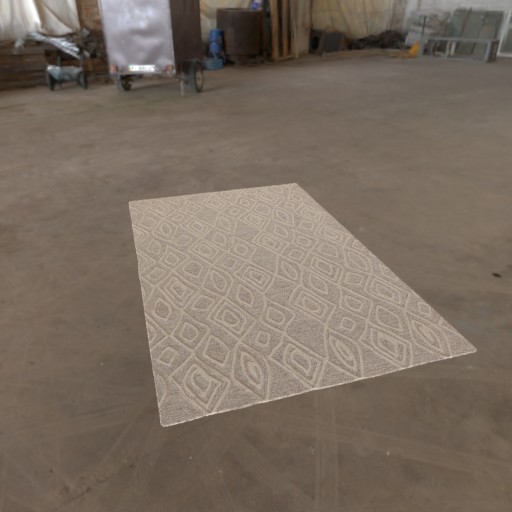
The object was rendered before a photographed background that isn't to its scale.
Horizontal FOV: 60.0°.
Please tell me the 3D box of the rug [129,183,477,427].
[{"bbox_3d":[0.000,0.000,2.989,1.546,0.010,2.442,-9,31,-15],"label":"rug"}]
